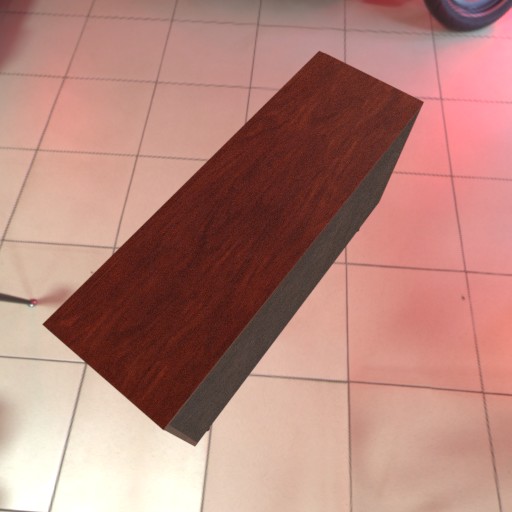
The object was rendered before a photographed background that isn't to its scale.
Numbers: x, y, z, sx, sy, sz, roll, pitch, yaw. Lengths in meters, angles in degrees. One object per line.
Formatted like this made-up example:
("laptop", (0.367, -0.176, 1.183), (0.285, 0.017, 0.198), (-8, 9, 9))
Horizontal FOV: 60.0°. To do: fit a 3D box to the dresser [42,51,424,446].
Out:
("dresser", (0.000, 0.000, 1.897), (0.500, 0.889, 1.472), (34, 68, 16))
